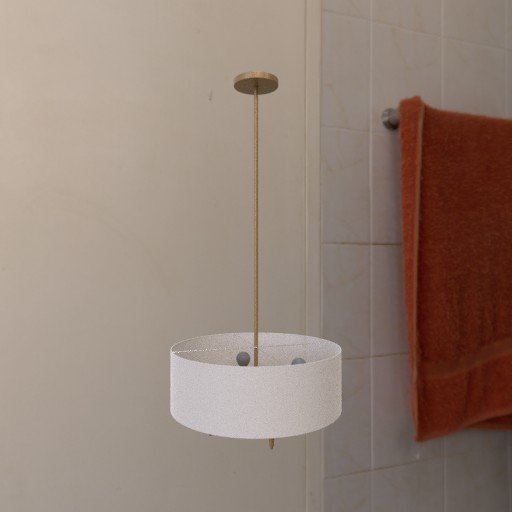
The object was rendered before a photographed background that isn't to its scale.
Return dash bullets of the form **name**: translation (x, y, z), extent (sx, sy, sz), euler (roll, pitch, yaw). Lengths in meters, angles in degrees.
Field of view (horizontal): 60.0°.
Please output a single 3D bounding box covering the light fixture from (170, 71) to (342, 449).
- **light fixture**: translation (0.000, 0.000, 1.344), extent (0.508, 1.067, 0.508), euler (0, 0, 0)
